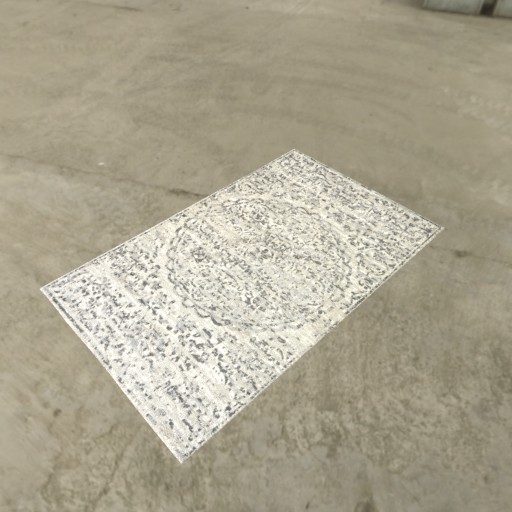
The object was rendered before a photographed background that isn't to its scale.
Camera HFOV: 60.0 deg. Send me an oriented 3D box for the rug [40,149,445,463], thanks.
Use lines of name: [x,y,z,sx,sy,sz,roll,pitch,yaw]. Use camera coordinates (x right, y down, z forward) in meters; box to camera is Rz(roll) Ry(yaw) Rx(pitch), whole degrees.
rug: [0.000,0.000,3.097,2.447,0.021,1.527,-34,54,-29]
